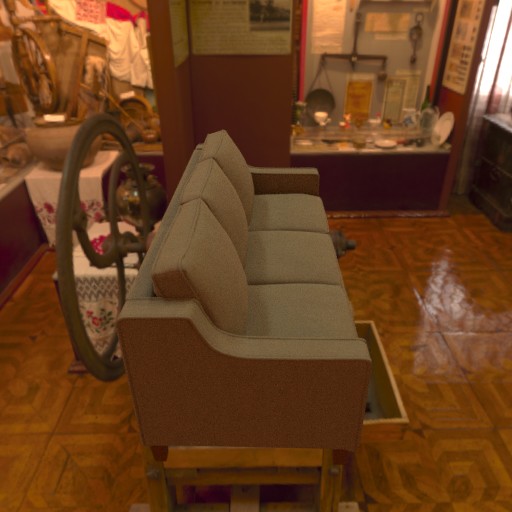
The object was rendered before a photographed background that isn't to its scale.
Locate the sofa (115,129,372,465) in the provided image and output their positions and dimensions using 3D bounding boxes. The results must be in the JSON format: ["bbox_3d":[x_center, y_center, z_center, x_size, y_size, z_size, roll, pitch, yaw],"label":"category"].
[{"bbox_3d":[0.000,0.000,2.502,0.911,0.974,1.986,1,31,1],"label":"sofa"}]
